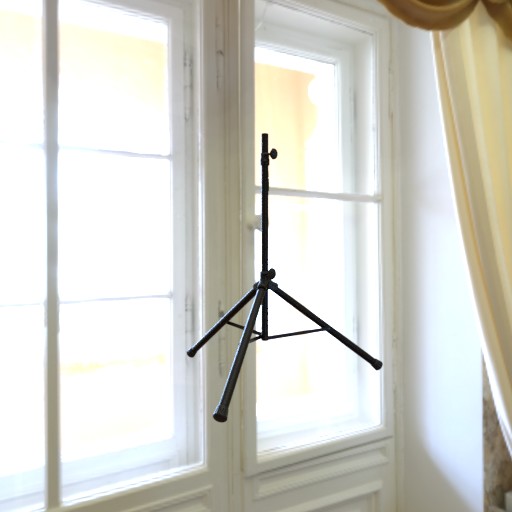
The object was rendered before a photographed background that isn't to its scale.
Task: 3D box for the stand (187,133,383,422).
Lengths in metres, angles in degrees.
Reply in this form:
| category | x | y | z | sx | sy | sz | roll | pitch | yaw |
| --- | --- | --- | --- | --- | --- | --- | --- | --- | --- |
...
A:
| category | x | y | z | sx | sy | sz | roll | pitch | yaw |
| --- | --- | --- | --- | --- | --- | --- | --- | --- | --- |
| stand | 0.000 | 0.000 | 1.926 | 1.045 | 1.136 | 0.907 | 0 | 1 | 17 |
